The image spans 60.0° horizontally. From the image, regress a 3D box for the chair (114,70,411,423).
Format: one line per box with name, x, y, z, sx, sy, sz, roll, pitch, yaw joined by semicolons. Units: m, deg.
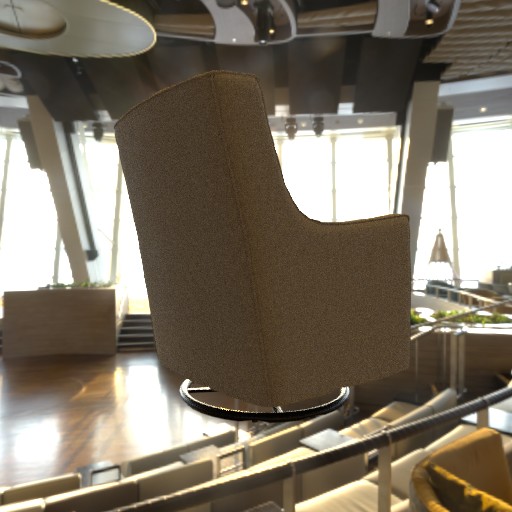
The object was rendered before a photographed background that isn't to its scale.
chair;0.000;0.000;1.590;0.879;0.993;0.732;-1;1;-38
